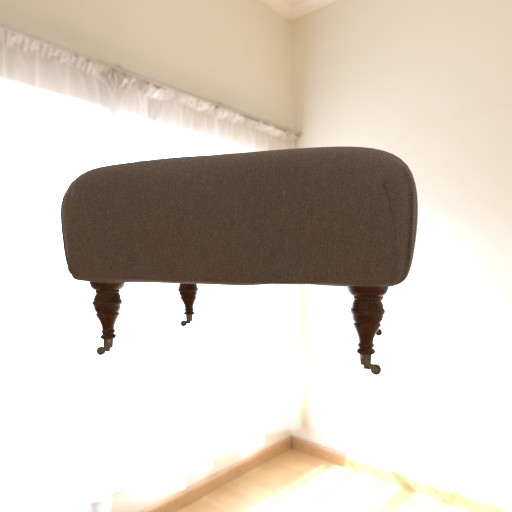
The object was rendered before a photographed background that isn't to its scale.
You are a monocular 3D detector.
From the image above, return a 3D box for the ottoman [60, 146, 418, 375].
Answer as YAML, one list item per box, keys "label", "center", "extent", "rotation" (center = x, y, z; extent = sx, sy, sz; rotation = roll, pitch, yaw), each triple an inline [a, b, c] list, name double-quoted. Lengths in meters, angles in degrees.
- label: "ottoman"
  center: [0.000, 0.000, 1.122]
  extent: [0.747, 0.450, 0.622]
  rotation: [0, 0, 16]
